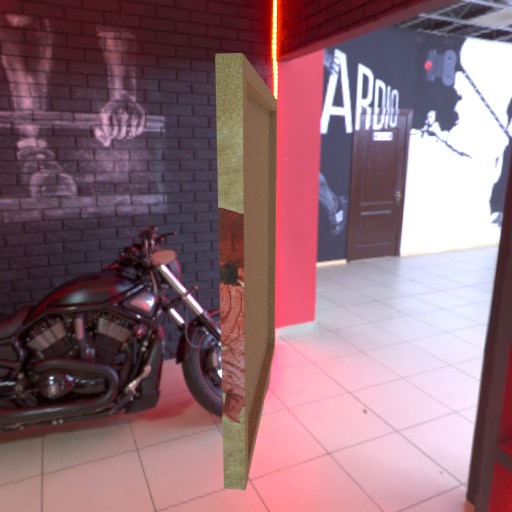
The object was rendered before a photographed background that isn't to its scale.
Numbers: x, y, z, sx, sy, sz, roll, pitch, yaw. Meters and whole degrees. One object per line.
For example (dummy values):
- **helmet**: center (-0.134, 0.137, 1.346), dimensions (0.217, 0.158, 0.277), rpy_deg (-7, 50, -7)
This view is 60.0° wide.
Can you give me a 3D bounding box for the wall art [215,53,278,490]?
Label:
- **wall art**: center (0.000, 0.000, 0.694), dimensions (0.028, 0.508, 0.406), rpy_deg (2, 13, 7)
